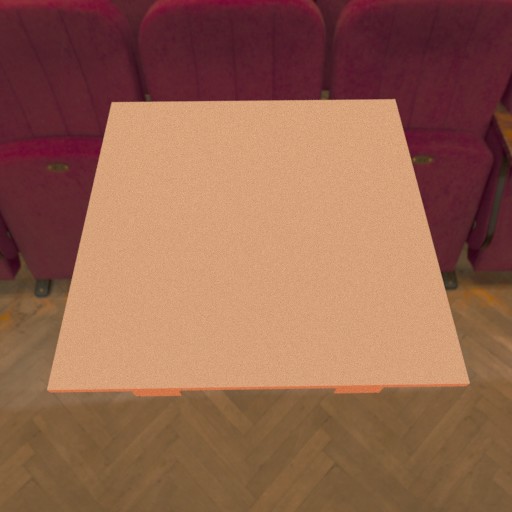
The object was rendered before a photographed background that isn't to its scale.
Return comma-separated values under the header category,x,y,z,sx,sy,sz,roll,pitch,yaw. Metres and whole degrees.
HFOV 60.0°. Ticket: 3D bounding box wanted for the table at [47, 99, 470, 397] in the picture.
category,x,y,z,sx,sy,sz,roll,pitch,yaw
table,0.000,0.000,1.007,0.670,0.305,0.670,-1,59,0
